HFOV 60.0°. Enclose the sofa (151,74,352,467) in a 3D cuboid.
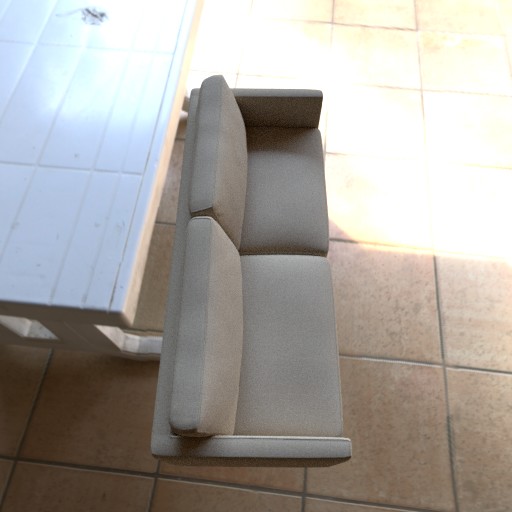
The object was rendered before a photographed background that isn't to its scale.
[{"bbox_3d":[0.000,0.000,2.768,0.951,0.968,2.361,1,62,0],"label":"sofa"}]
